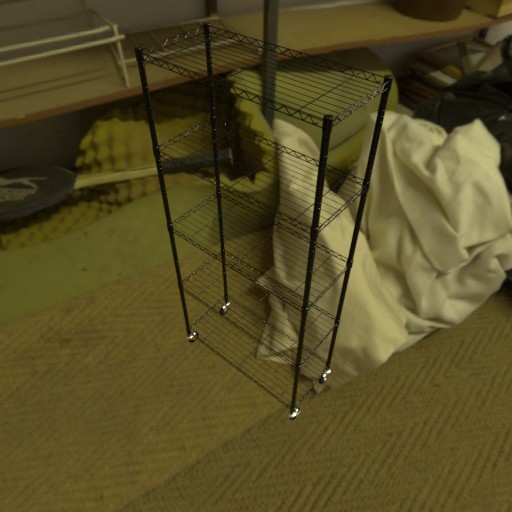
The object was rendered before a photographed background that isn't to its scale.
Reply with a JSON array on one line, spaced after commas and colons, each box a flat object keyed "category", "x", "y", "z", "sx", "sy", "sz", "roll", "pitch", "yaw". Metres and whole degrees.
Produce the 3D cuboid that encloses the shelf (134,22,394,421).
[{"category": "shelf", "x": 0.000, "y": 0.000, "z": 1.910, "sx": 0.762, "sy": 1.645, "sz": 0.356, "roll": 30, "pitch": 52, "yaw": 27}]
